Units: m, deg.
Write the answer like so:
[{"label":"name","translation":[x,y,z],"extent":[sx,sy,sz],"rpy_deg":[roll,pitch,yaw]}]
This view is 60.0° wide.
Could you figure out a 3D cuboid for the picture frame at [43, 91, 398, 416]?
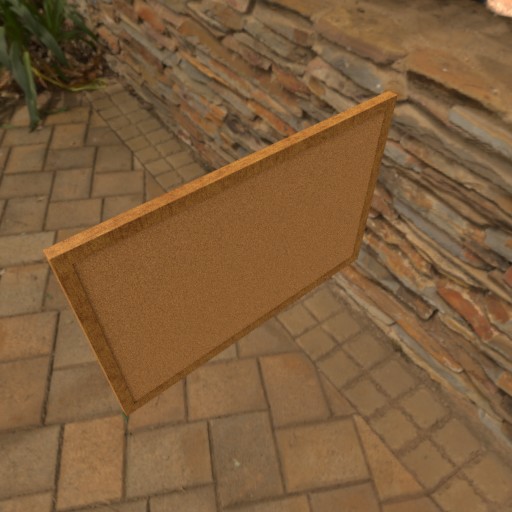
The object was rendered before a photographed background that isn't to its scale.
[{"label":"picture frame","translation":[0.000,0.000,1.179],"extent":[0.922,0.621,0.029],"rpy_deg":[-31,54,-26]}]
